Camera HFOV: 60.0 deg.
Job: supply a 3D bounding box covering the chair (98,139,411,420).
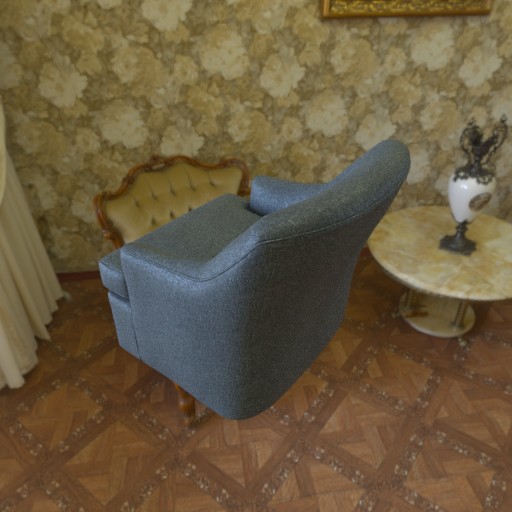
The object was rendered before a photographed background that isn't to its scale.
[{"bbox_3d":[0.000,0.000,1.658,0.923,0.856,0.864,21,38,30],"label":"chair"}]
